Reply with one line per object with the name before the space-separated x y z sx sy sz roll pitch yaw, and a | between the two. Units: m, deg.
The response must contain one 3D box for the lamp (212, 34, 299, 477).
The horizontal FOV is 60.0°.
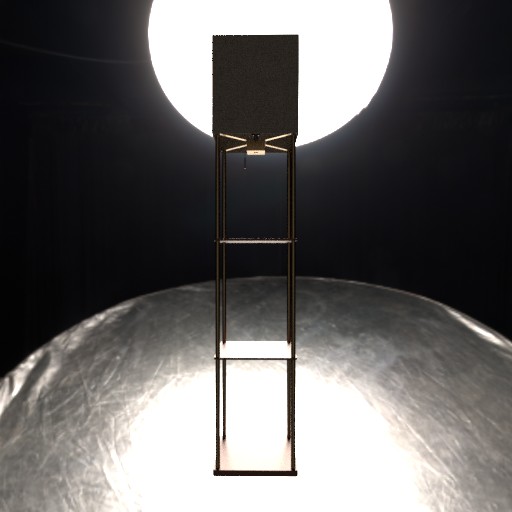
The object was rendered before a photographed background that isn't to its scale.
lamp | 0.000 0.000 1.723 0.310 1.569 0.308 0 0 1
